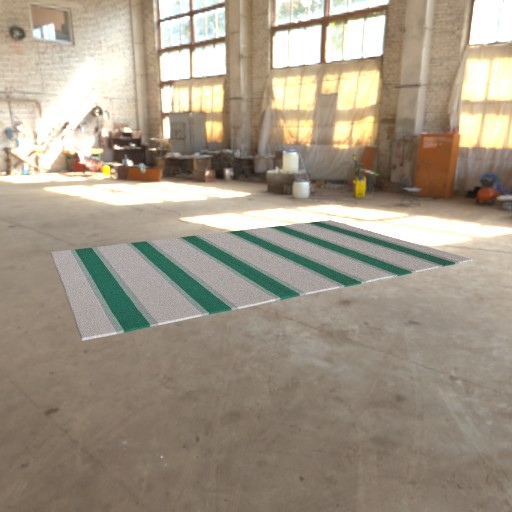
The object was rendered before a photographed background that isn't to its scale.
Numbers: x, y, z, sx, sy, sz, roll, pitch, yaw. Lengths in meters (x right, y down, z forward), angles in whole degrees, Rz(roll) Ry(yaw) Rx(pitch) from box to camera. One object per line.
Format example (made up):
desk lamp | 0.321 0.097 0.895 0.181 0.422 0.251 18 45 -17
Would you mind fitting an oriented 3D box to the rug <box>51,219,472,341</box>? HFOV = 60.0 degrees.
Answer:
rug | 0.000 0.000 3.004 2.436 0.015 1.521 -8 18 -27
